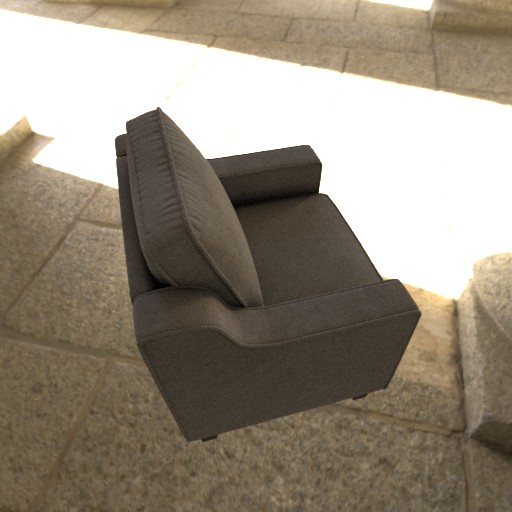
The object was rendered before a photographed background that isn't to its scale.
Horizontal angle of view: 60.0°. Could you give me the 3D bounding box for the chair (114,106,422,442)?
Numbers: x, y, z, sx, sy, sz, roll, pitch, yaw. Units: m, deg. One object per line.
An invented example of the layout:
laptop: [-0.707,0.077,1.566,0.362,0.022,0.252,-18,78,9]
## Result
chair: [0.000,0.000,1.612,0.840,0.944,0.926,-11,47,-11]
